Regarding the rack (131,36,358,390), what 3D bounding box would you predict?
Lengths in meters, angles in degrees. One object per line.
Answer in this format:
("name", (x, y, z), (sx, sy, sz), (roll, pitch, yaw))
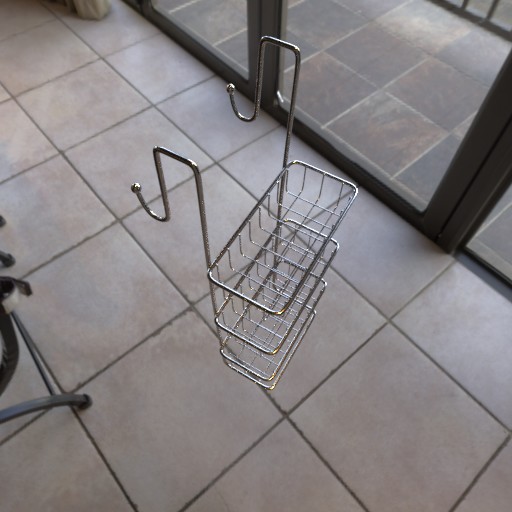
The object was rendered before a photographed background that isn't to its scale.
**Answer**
("rack", (0.000, 0.000, 0.673), (0.202, 0.574, 0.228), (27, 62, 15))
